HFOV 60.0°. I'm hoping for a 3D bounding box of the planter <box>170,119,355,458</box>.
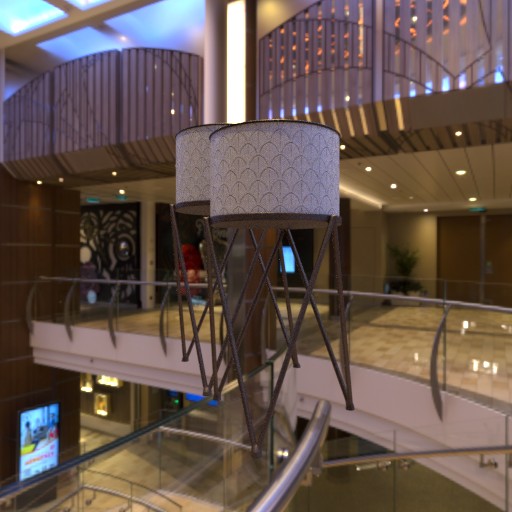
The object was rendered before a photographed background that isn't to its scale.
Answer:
[{"bbox_3d":[0.000,0.000,1.184,0.413,0.712,0.769,0,0,-18],"label":"planter"}]
